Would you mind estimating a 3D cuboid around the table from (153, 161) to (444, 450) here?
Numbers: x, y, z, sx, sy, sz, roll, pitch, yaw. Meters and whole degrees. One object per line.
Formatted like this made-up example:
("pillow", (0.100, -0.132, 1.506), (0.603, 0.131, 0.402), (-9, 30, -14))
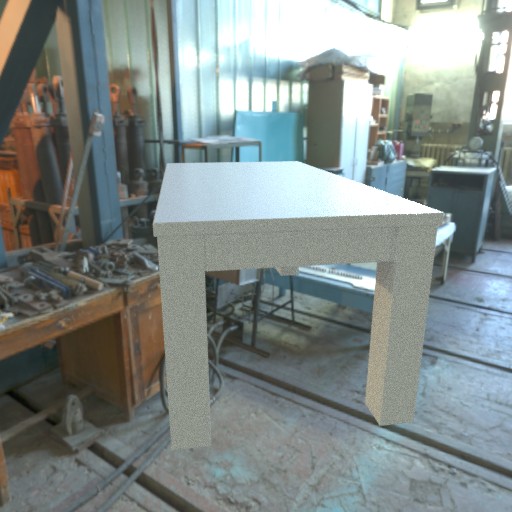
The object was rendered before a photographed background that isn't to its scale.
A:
("table", (0.000, 0.000, 2.292), (0.900, 0.790, 1.800), (-3, 17, -9))
